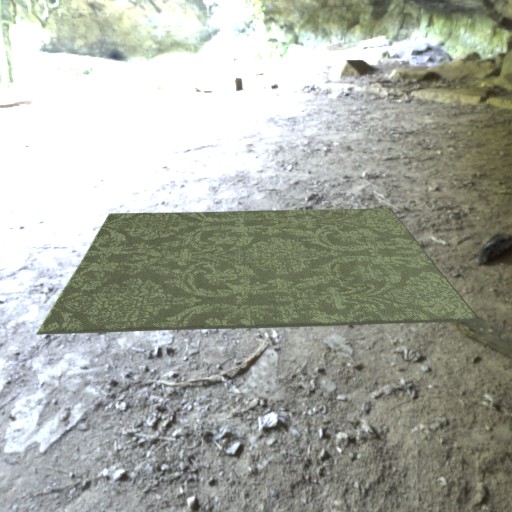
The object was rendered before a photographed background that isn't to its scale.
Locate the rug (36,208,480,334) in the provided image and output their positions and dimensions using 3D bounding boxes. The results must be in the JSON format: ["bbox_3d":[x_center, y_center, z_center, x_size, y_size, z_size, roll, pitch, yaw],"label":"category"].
[{"bbox_3d":[0.000,0.000,2.342,1.824,0.012,1.206,-1,29,-2],"label":"rug"}]
